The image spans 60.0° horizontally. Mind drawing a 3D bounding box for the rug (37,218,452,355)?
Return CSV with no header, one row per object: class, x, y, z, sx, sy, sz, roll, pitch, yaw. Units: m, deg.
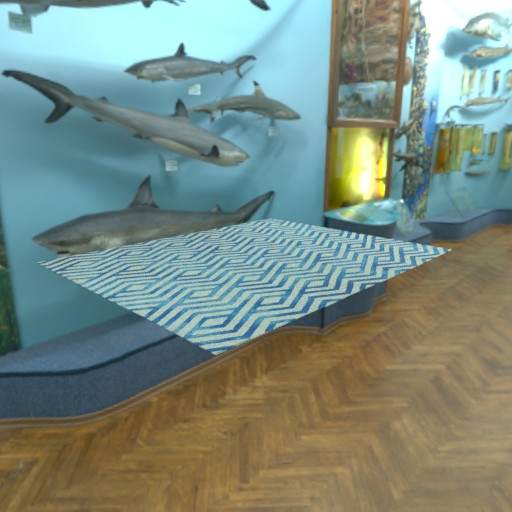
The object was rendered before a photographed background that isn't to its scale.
rug,0.000,0.000,4.155,2.453,0.008,3.059,15,21,43
